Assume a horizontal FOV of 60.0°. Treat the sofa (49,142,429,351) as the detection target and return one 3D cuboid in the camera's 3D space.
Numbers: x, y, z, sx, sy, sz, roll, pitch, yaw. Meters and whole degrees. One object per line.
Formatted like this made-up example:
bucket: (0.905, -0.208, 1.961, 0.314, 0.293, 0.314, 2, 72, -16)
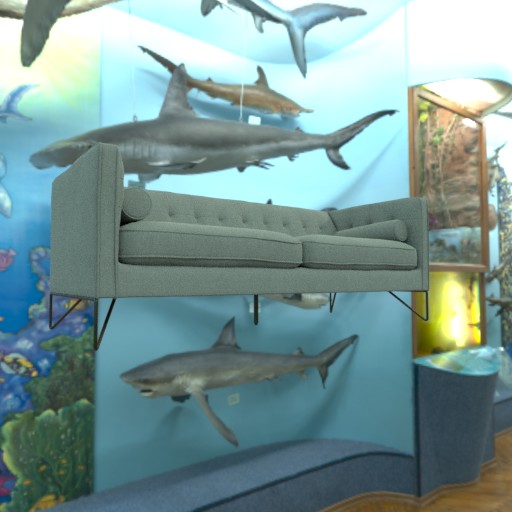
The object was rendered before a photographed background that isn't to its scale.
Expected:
sofa: (0.000, 0.000, 2.580, 2.079, 0.798, 0.912, 2, -4, -35)
